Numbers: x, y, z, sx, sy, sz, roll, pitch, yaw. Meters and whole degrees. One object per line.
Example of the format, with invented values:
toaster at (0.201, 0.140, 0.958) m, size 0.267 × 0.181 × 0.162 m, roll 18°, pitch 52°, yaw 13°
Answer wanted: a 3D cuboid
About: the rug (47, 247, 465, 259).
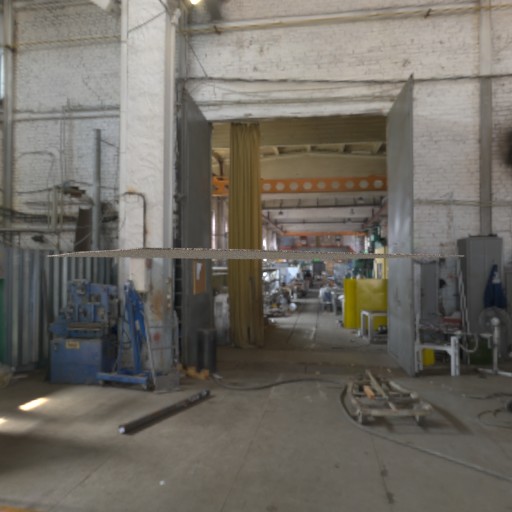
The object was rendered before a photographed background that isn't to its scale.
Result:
rug at (0.000, 0.000, 5.307) m, size 4.093 × 0.020 × 2.997 m, roll 1°, pitch -2°, yaw -36°
